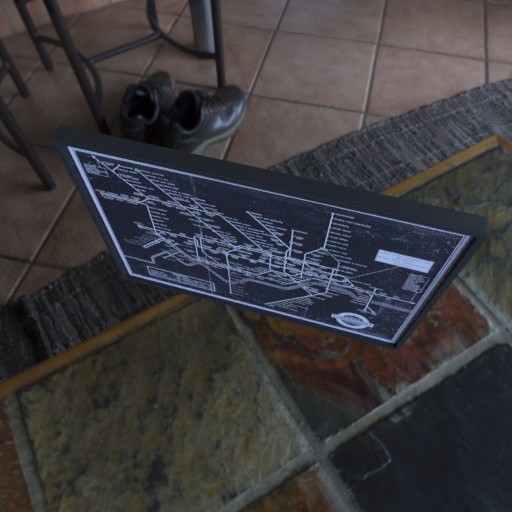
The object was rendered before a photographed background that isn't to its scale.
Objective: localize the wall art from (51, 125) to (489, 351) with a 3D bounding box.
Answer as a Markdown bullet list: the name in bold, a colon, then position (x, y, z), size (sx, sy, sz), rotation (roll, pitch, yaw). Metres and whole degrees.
- **wall art**: position (0.000, 0.000, 0.565), size (0.443, 0.301, 0.021), rotation (14, 59, 8)
